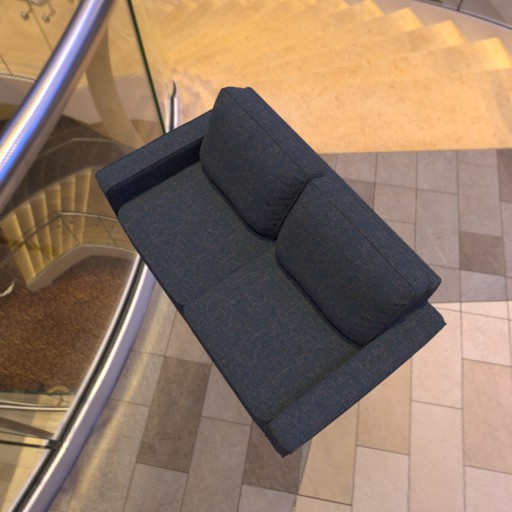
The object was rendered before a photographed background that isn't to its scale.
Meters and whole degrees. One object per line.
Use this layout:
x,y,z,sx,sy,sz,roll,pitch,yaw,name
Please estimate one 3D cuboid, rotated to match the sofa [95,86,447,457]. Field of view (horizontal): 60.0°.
0.000,0.000,2.299,0.947,0.918,1.709,-33,69,-15,sofa
